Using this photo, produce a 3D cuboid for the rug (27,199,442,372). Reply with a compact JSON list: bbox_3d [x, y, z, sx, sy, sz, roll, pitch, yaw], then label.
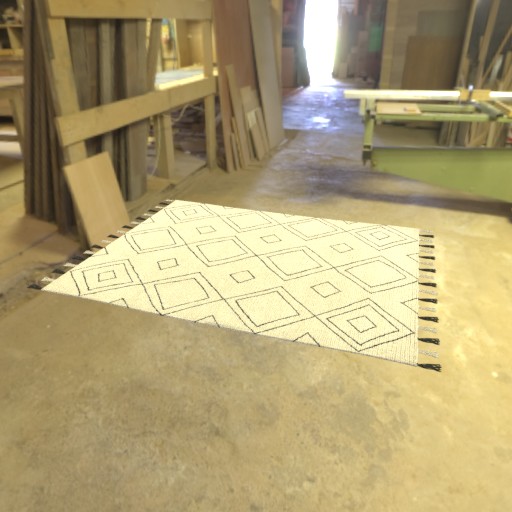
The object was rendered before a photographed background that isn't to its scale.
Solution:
[{"bbox_3d":[0.000,0.000,4.200,3.221,0.026,2.342,9,28,17],"label":"rug"}]
